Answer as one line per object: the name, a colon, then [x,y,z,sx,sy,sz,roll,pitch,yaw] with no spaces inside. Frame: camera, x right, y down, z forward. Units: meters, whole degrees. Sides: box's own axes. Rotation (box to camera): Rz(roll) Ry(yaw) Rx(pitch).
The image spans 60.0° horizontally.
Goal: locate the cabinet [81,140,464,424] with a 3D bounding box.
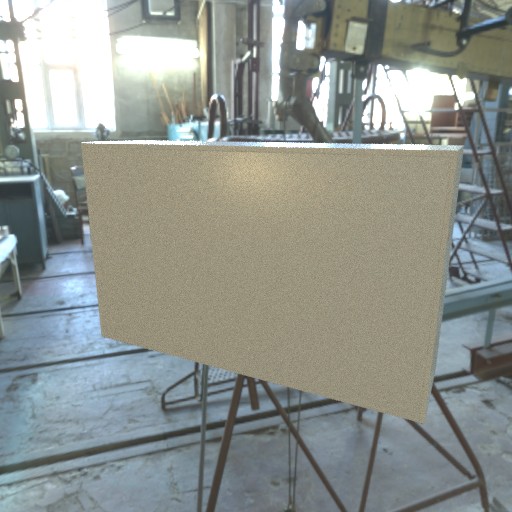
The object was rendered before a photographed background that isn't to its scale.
cabinet: [0.000,0.000,1.835,1.450,0.900,0.380,8,18,25]
